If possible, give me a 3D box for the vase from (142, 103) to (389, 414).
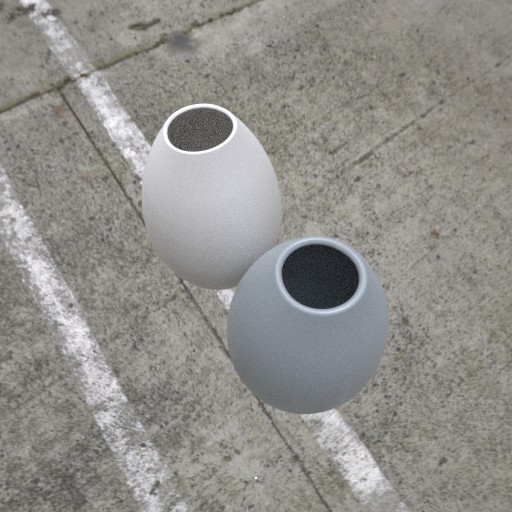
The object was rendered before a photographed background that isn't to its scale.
[{"bbox_3d":[0.000,0.000,0.259,0.089,0.131,0.187,-32,68,-15],"label":"vase"}]
